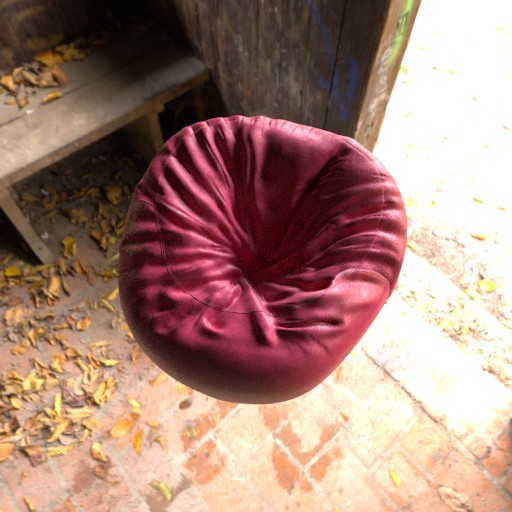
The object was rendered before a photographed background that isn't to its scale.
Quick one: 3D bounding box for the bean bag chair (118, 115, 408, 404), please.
[{"bbox_3d":[0.000,0.000,2.459,1.524,0.878,1.524,17,60,10],"label":"bean bag chair"}]
